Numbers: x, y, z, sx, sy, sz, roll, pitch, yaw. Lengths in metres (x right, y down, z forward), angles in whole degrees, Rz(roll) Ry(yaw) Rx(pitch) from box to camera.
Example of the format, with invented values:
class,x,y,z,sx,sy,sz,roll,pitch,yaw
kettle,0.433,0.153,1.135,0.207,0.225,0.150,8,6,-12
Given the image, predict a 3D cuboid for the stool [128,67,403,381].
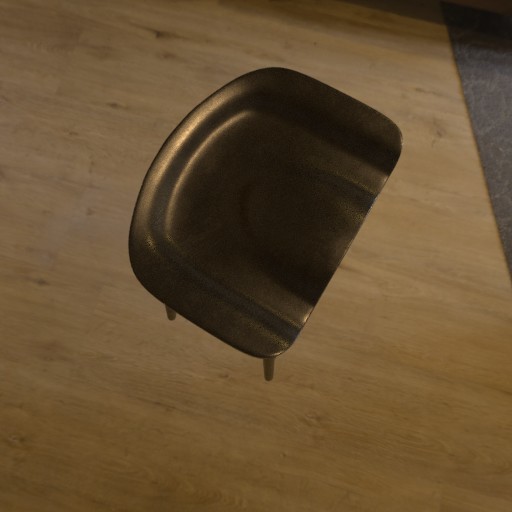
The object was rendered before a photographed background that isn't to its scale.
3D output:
class,x,y,z,sx,sy,sz,roll,pitch,yaw
stool,0.000,0.000,0.980,0.361,0.749,0.440,30,78,7
